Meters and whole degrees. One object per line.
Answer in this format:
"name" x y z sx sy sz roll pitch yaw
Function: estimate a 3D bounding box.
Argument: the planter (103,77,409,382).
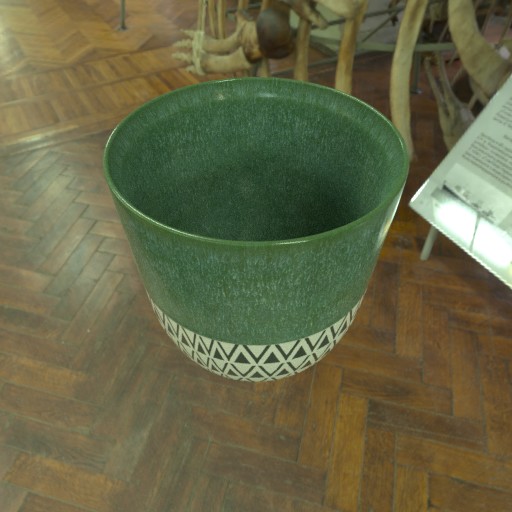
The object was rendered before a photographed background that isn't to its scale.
"planter" 0.000 0.000 0.365 0.195 0.214 0.195 0 46 0
